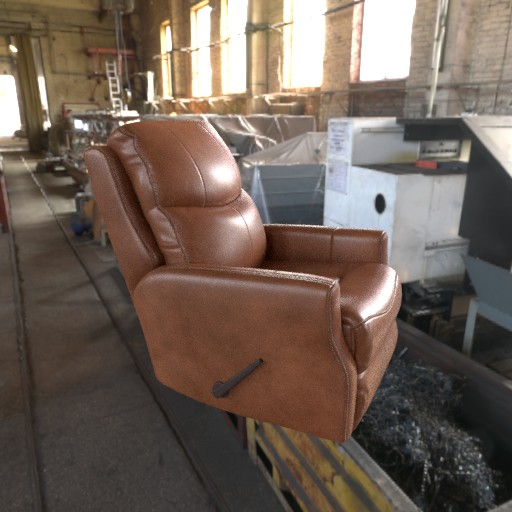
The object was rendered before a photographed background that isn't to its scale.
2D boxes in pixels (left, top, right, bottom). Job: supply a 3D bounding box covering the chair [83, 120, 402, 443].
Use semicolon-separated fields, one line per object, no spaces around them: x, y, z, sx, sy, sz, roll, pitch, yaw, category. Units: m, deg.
0.000;0.000;1.743;1.072;1.016;0.821;9;20;26;chair
